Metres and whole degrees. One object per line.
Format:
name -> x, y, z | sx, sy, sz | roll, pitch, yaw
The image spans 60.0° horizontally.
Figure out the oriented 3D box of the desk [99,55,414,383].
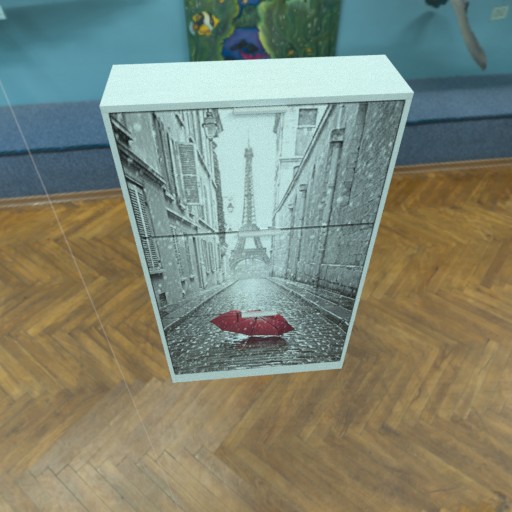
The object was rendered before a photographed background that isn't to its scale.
desk -> 0.000, 0.000, 1.584 | 0.750, 1.280, 0.250 | -4, 45, -4
